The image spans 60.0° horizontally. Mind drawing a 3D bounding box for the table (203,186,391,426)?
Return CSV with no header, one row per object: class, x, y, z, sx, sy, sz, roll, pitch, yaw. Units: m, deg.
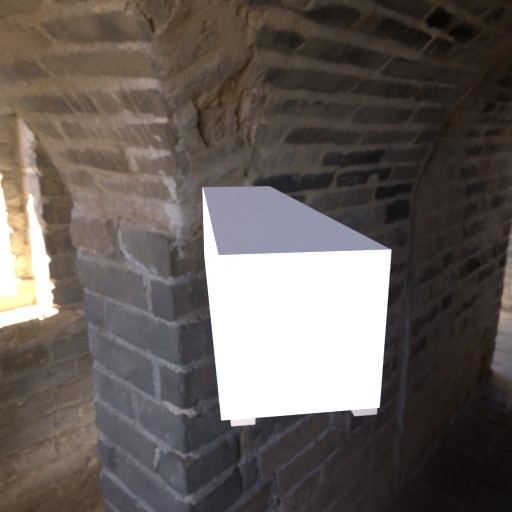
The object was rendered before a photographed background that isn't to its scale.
table,0.000,0.000,1.816,0.390,0.420,1.650,-2,14,-8
